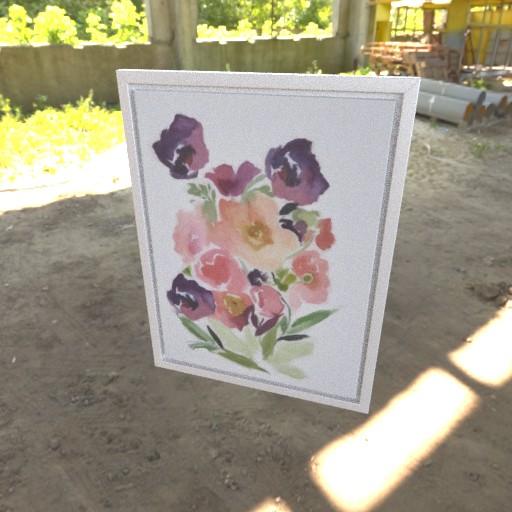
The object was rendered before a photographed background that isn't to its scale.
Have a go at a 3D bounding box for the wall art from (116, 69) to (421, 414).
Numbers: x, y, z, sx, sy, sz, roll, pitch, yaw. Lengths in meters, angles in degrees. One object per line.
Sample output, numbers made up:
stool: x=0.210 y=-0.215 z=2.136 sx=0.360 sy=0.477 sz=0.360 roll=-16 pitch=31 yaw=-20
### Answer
wall art: x=0.000 y=0.000 z=1.381 sx=0.805 sy=1.056 sz=0.042 roll=8 pitch=28 yaw=15
